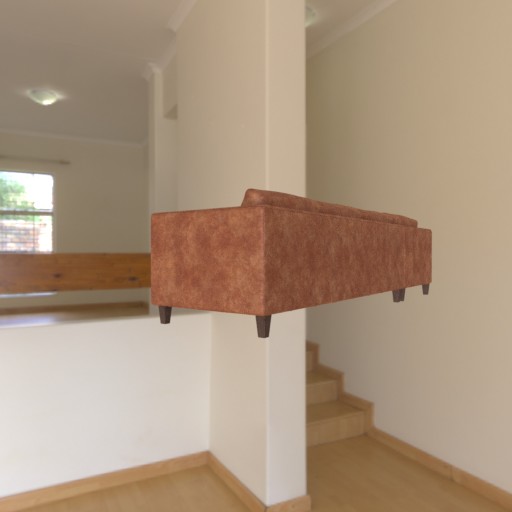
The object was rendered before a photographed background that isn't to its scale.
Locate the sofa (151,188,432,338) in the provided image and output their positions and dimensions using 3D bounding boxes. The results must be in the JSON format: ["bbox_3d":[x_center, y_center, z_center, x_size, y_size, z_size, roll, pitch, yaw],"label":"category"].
[{"bbox_3d":[0.000,0.000,4.278,2.438,0.838,3.150,0,1,37],"label":"sofa"}]
